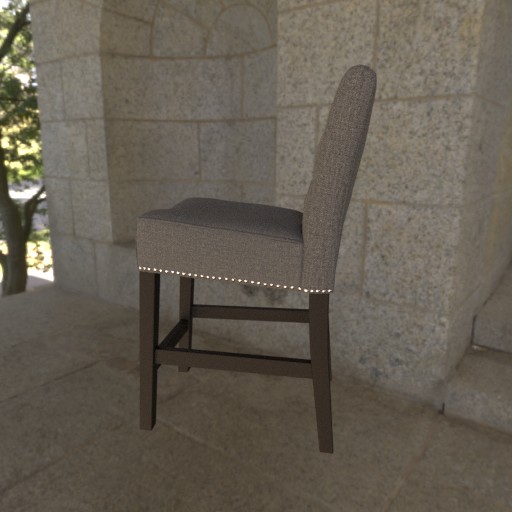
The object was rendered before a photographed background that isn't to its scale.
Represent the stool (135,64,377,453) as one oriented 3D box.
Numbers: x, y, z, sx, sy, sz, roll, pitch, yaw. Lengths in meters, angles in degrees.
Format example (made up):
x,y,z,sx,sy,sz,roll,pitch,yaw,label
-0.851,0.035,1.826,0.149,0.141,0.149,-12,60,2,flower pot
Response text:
x,y,z,sx,sy,sz,roll,pitch,yaw,label
0.000,0.000,1.196,0.571,0.885,0.427,2,13,8,stool
